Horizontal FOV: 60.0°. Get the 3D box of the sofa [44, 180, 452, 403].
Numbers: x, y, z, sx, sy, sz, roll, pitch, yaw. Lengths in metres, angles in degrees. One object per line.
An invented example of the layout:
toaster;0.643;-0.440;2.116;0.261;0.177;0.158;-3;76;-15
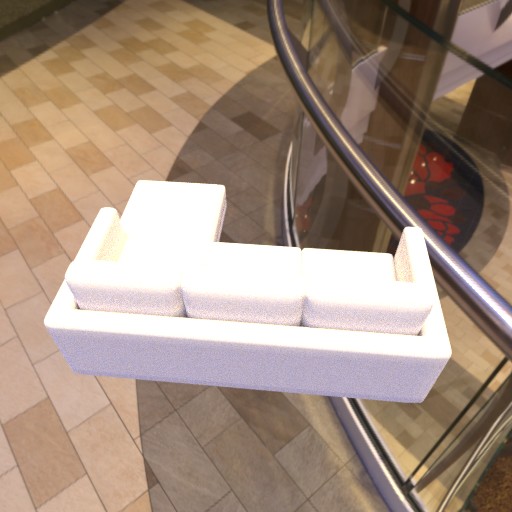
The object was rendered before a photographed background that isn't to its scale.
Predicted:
sofa;0.000;0.000;2.858;2.029;0.899;1.580;4;47;4
